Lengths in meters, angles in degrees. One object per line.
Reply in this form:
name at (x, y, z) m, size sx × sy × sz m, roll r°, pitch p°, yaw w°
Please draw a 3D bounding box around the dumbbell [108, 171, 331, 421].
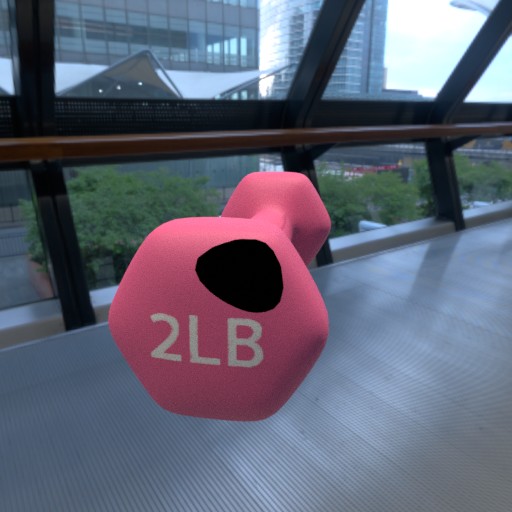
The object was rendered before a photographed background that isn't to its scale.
dumbbell at (0.000, 0.000, 0.172) m, size 0.058 × 0.053 × 0.146 m, roll 3°, pitch 17°, yaw 10°
